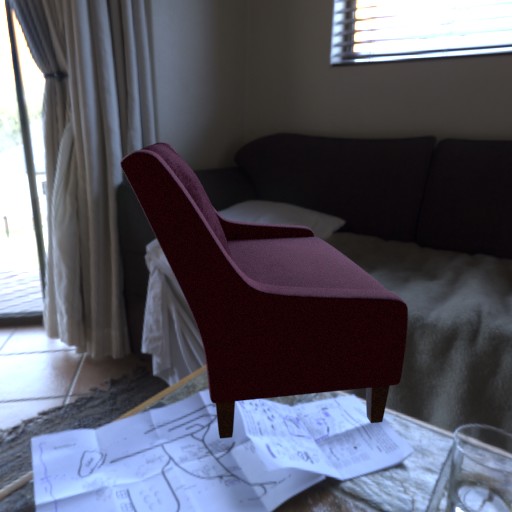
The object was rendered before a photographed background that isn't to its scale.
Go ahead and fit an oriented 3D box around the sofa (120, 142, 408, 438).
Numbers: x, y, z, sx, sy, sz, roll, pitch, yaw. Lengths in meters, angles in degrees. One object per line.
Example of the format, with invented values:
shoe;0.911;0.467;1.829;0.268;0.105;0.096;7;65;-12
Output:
sofa;0.000;0.000;1.984;0.946;0.976;1.242;-2;16;-8
